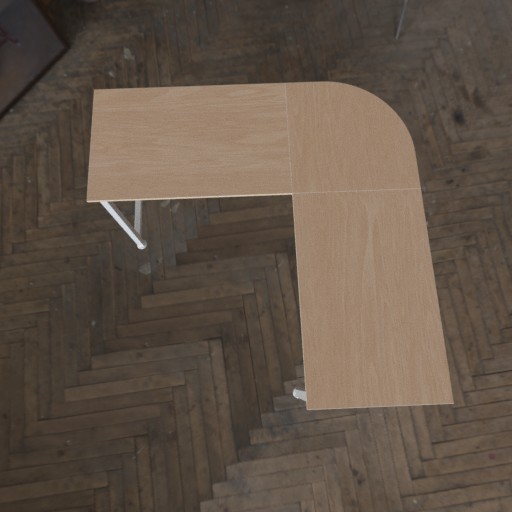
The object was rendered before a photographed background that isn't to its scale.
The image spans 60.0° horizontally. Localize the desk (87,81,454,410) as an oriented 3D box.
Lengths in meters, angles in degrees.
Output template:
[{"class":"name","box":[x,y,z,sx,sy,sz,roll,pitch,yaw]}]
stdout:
[{"class":"desk","box":[0.000,0.000,2.179,1.400,0.762,1.400,-2,74,-1]}]
